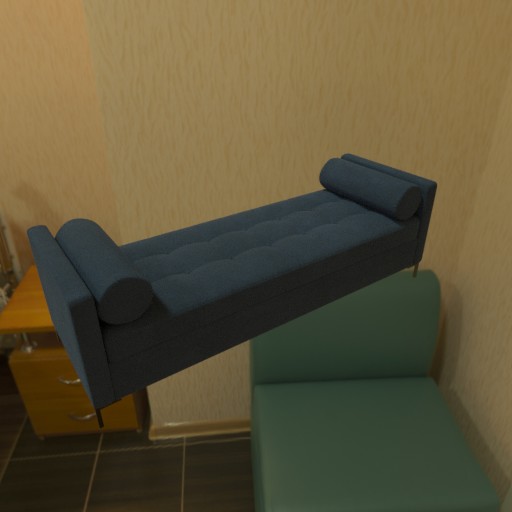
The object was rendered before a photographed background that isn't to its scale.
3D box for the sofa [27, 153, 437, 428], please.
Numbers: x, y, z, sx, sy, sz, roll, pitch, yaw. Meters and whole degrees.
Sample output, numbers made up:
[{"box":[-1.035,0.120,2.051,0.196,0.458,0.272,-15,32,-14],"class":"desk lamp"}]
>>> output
[{"box":[0.000,0.000,2.329,1.981,0.635,0.686,-19,35,-30],"class":"sofa"}]
